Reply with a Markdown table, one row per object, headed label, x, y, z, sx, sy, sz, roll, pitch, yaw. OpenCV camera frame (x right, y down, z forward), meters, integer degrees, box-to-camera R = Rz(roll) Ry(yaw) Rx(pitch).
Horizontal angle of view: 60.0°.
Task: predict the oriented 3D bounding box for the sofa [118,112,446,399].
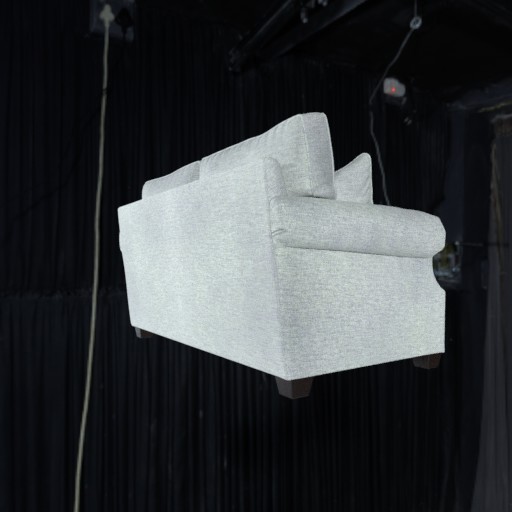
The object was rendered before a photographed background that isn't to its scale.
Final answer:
| label | x | y | z | sx | sy | sz | roll | pitch | yaw |
| --- | --- | --- | --- | --- | --- | --- | --- | --- | --- |
| sofa | 0.000 | 0.000 | 2.279 | 0.966 | 0.966 | 1.701 | 1 | -1 | -34 |
